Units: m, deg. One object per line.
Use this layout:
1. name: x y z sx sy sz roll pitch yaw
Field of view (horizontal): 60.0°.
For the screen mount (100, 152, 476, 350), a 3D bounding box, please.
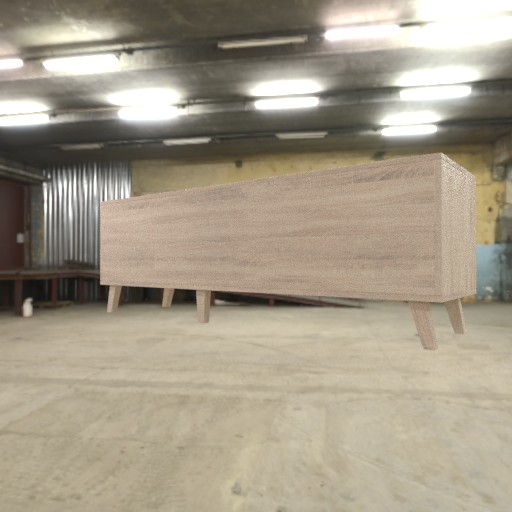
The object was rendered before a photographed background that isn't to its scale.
1. screen mount: 0.000 0.000 1.741 1.500 0.510 0.400 -1 -1 38
